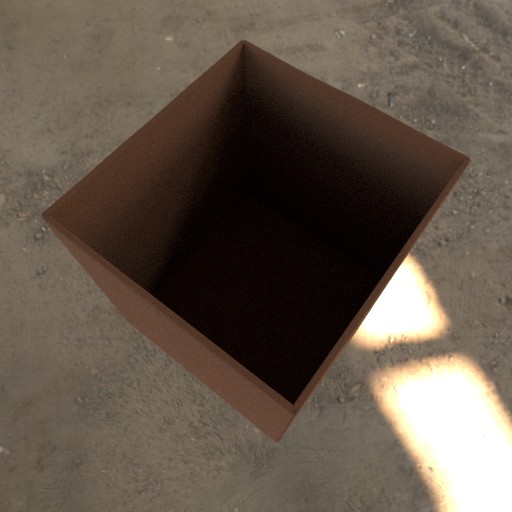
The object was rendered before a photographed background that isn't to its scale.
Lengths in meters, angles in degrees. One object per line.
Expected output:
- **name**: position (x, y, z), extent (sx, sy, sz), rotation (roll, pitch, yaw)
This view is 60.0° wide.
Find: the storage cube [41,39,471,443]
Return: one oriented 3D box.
- **storage cube**: position (0.000, 0.000, 0.495), extent (0.270, 0.280, 0.270), rotation (34, 68, 16)
